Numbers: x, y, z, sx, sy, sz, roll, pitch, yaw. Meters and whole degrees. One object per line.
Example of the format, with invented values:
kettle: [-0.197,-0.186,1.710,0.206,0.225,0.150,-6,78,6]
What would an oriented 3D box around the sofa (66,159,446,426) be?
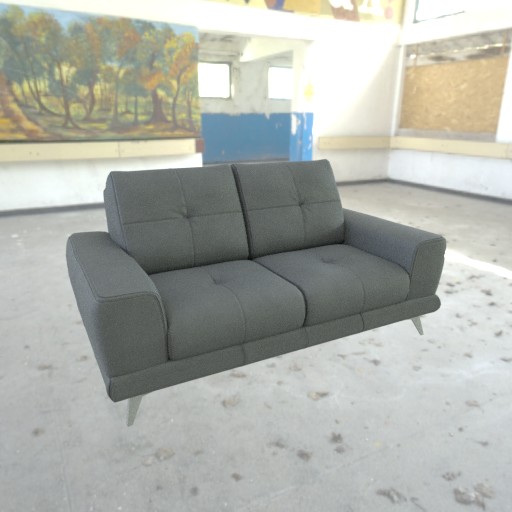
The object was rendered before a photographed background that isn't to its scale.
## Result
sofa: [0.000,0.000,2.356,1.806,0.907,1.018,-9,20,-26]
